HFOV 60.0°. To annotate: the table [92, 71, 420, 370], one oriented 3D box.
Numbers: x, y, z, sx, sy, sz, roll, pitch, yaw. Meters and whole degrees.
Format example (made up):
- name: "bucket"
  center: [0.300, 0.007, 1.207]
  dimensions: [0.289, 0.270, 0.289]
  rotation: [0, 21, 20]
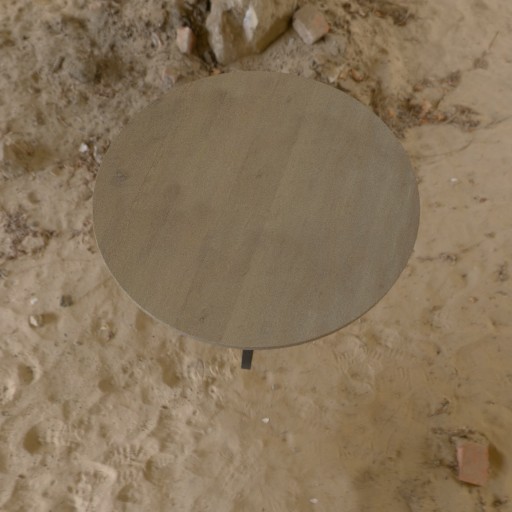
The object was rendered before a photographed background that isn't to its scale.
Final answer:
- name: "table"
  center: [0.000, 0.000, 1.442]
  dimensions: [0.800, 0.780, 0.800]
  rotation: [0, 64, 0]
